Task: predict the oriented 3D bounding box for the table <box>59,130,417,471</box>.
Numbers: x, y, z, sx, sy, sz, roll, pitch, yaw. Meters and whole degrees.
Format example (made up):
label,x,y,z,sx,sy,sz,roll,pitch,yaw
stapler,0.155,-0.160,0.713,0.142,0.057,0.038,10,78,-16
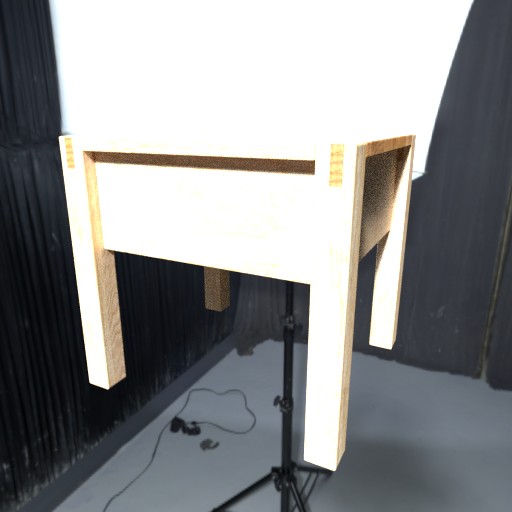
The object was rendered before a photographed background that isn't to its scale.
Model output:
label,x,y,z,sx,sy,sz,roll,pitch,yaw
table,0.000,0.000,0.851,0.480,0.450,0.440,9,19,26
